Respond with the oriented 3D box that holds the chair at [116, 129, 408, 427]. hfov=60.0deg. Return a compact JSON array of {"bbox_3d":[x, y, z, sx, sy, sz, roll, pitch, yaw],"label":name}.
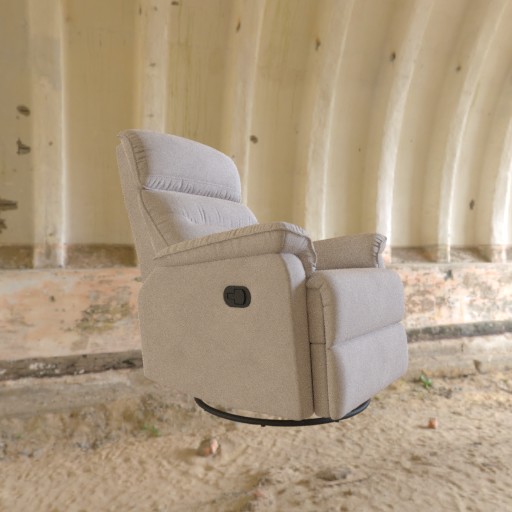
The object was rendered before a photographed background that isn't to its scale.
[{"bbox_3d":[0.000,0.000,1.719,1.001,1.039,0.820,0,0,36],"label":"chair"}]
